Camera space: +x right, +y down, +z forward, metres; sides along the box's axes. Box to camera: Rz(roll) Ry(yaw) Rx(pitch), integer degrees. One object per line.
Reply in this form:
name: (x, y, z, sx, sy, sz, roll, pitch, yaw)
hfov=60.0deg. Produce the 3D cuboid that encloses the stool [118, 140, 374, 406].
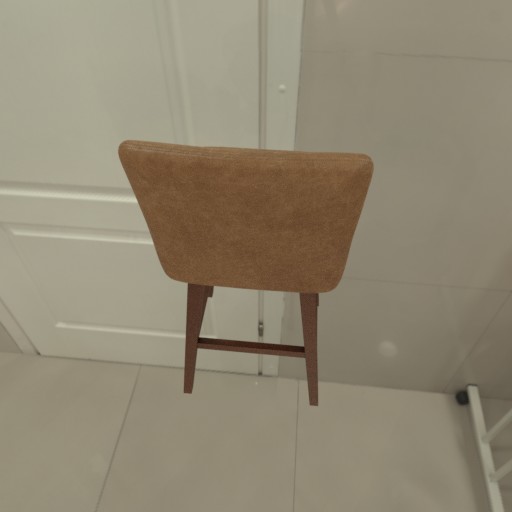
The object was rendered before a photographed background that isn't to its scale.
stool: (0.000, 0.000, 1.341, 0.487, 1.079, 0.572, 4, 47, 4)
